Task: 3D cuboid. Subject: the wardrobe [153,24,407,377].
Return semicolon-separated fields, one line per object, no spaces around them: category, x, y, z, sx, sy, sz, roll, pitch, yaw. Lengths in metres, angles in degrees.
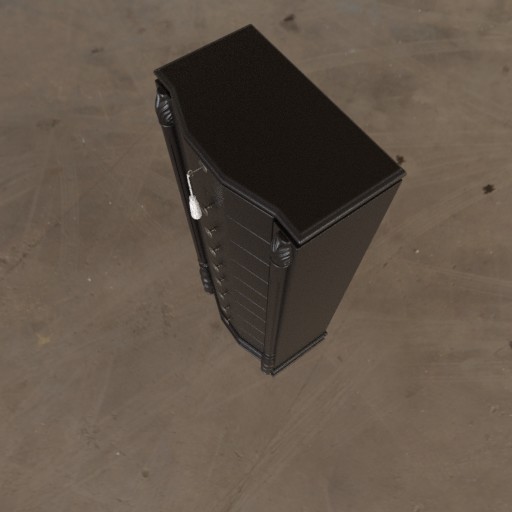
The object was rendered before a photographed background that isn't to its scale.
wardrobe;0.000;0.000;1.188;0.295;1.011;0.444;-33;69;-14
